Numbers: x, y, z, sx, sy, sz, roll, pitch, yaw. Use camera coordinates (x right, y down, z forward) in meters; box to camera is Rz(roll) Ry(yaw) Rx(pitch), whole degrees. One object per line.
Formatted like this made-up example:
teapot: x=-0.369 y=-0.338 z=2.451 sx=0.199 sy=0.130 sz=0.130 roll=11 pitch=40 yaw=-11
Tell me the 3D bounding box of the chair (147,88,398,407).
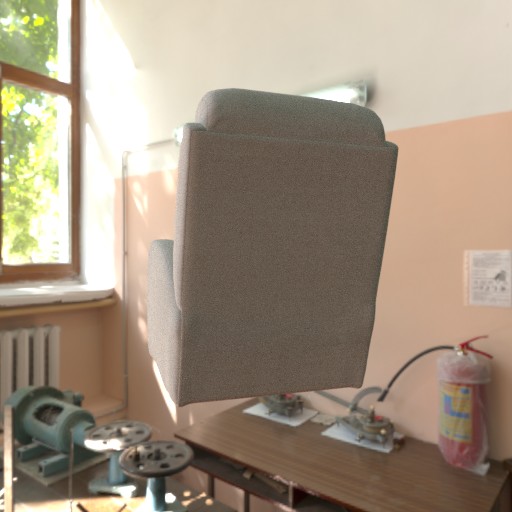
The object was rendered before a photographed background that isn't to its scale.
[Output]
chair: x=0.000 y=0.000 z=1.784 sx=0.798 sy=1.013 sz=1.043 roll=0 pitch=0 yaw=-18
